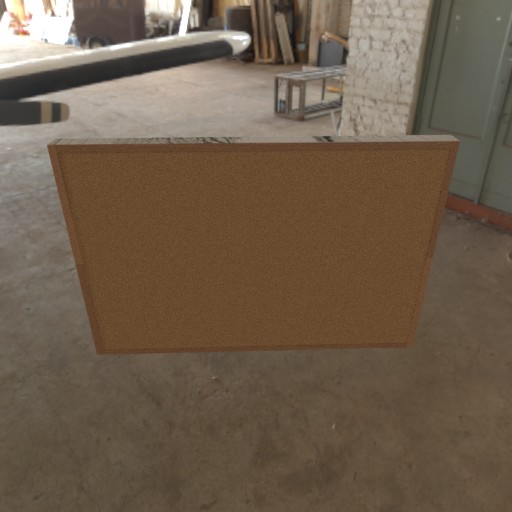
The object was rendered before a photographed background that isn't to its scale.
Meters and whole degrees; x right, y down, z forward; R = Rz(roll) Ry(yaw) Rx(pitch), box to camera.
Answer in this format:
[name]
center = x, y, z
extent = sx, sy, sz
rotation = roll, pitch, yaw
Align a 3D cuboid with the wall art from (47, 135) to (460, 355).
[wall art]
center = 0.000, 0.000, 0.773
extent = 0.613, 0.407, 0.035
rotation = -1, 30, -2
